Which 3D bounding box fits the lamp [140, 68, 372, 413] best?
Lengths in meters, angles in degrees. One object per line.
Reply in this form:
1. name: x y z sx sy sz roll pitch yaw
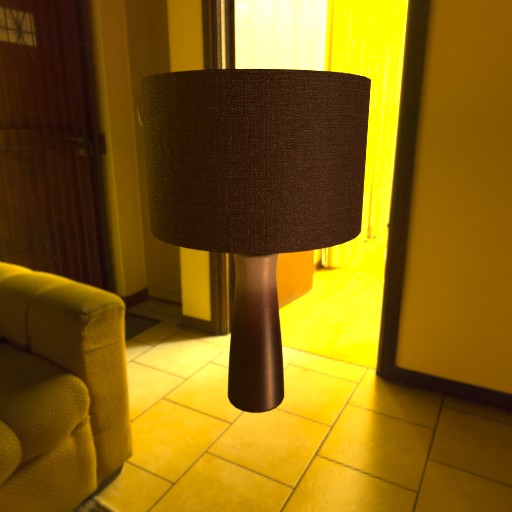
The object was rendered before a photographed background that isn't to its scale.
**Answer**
1. lamp: 0.000 0.000 0.666 0.303 0.488 0.303 0 16 0
